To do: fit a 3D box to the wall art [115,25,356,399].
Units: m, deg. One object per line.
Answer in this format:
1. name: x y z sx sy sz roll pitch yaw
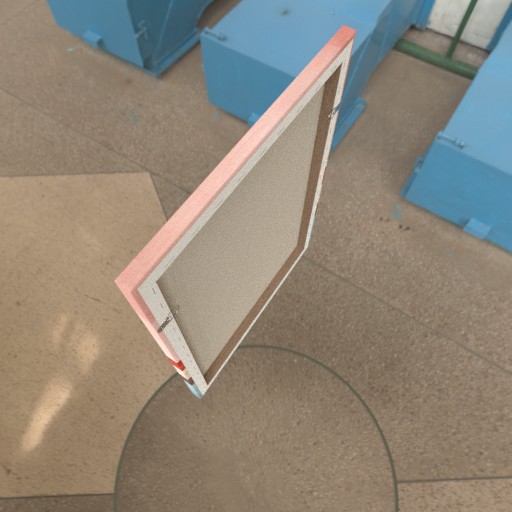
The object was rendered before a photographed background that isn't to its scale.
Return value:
1. wall art: 0.000 0.000 1.304 0.039 1.016 0.761 31 67 15
